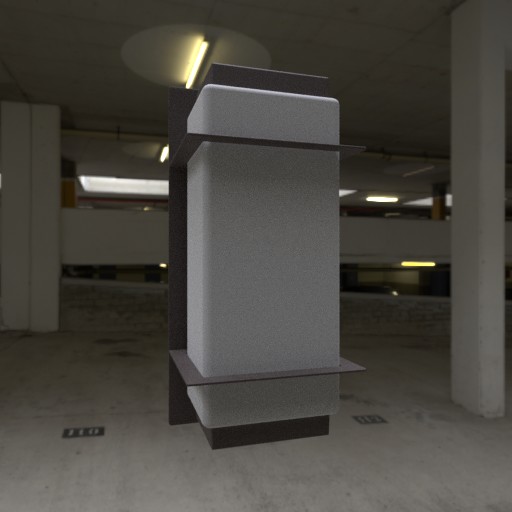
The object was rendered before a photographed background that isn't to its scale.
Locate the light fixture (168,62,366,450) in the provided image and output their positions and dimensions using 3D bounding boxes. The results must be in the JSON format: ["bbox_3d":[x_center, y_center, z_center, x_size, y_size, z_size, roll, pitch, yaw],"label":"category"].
[{"bbox_3d":[0.000,0.000,0.424,0.153,0.347,0.146,0,0,-17],"label":"light fixture"}]
